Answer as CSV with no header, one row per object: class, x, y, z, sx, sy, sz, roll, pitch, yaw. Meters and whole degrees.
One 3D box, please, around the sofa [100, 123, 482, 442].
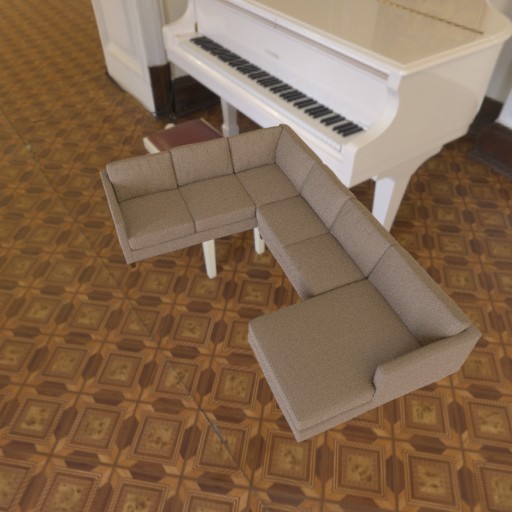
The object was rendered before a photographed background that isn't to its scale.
sofa,0.000,0.000,4.421,2.424,0.865,3.438,-17,48,-16
